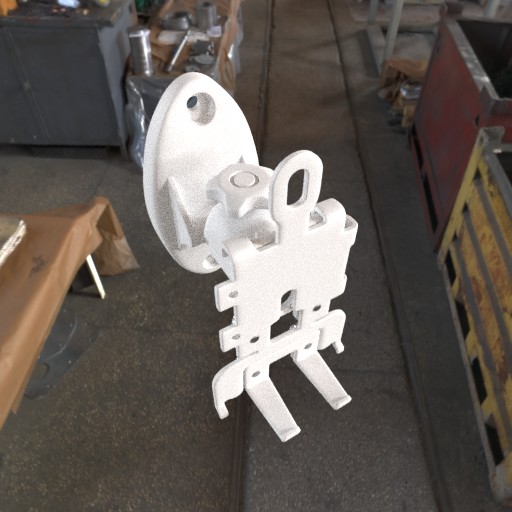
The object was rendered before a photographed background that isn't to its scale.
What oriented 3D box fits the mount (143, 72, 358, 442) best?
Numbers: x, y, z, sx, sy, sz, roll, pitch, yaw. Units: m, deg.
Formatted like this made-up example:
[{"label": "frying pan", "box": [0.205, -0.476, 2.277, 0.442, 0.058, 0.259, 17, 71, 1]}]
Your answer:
[{"label": "mount", "box": [0.000, 0.000, 0.174, 0.066, 0.118, 0.100, -23, 50, -21]}]
